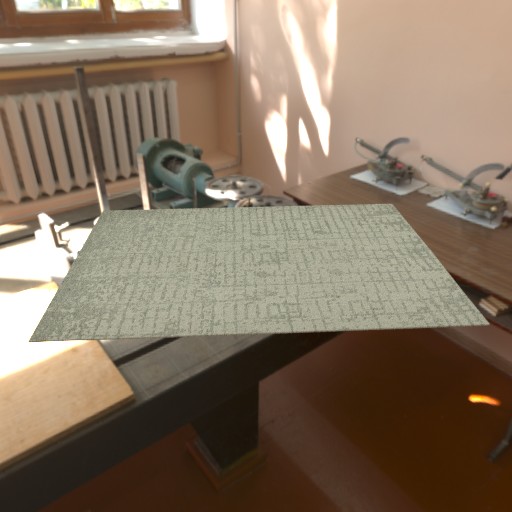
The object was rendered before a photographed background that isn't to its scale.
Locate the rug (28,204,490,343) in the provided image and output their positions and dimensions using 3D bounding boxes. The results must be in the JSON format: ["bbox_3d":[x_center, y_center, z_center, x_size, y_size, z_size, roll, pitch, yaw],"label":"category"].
[{"bbox_3d":[0.000,0.000,2.265,1.827,0.007,1.211,-2,30,-3],"label":"rug"}]
